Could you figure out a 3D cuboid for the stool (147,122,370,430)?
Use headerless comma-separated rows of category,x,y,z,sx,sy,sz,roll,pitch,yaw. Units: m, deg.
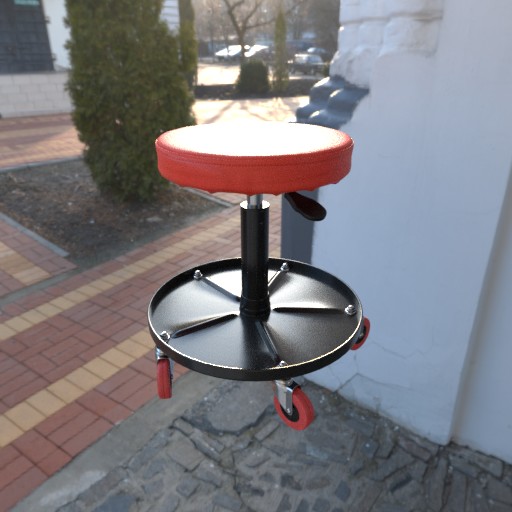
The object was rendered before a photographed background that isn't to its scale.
stool,0.000,0.000,0.686,0.381,0.365,0.382,-18,30,-33
